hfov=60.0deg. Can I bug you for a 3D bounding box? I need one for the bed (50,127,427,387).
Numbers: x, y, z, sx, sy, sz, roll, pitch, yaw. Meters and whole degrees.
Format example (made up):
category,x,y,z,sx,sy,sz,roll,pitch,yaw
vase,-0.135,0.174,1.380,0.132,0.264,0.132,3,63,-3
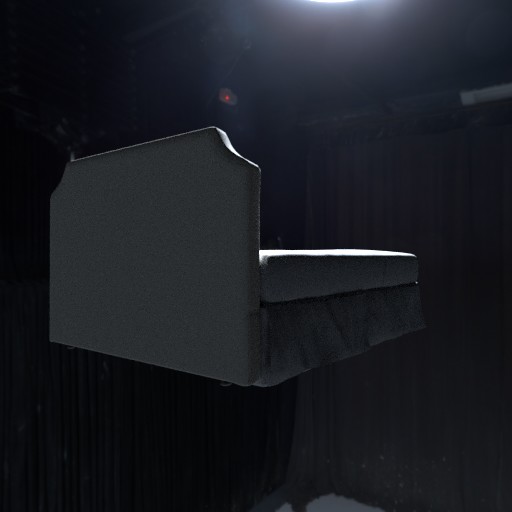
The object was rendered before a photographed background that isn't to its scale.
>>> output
category,x,y,z,sx,sy,sz,roll,pitch,yaw
bed,0.000,0.000,3.587,1.977,1.293,2.498,0,0,38
